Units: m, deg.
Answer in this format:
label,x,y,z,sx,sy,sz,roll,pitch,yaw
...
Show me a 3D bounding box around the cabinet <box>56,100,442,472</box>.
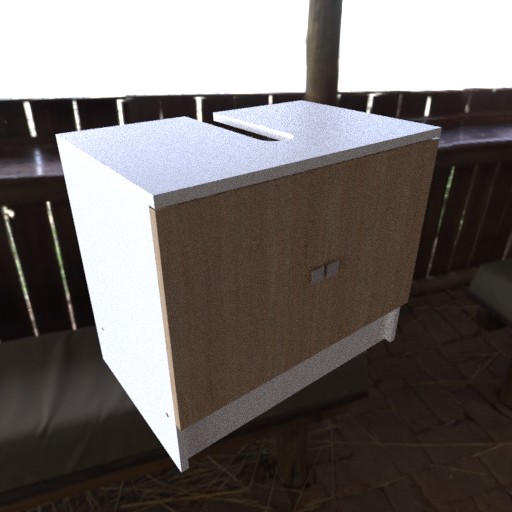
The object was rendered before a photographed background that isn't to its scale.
label,x,y,z,sx,sy,sz,roll,pitch,yaw
cabinet,0.000,0.000,0.939,0.600,0.522,0.400,-20,34,-32
